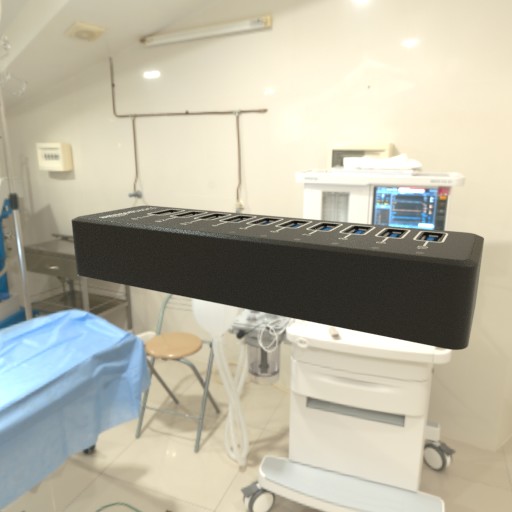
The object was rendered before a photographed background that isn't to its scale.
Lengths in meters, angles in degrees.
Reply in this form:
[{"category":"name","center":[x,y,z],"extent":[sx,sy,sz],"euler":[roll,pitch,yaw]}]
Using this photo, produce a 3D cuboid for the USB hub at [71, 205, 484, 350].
[{"category":"USB hub","center":[0.000,0.000,0.161],"extent":[0.145,0.023,0.044],"euler":[8,16,28]}]
